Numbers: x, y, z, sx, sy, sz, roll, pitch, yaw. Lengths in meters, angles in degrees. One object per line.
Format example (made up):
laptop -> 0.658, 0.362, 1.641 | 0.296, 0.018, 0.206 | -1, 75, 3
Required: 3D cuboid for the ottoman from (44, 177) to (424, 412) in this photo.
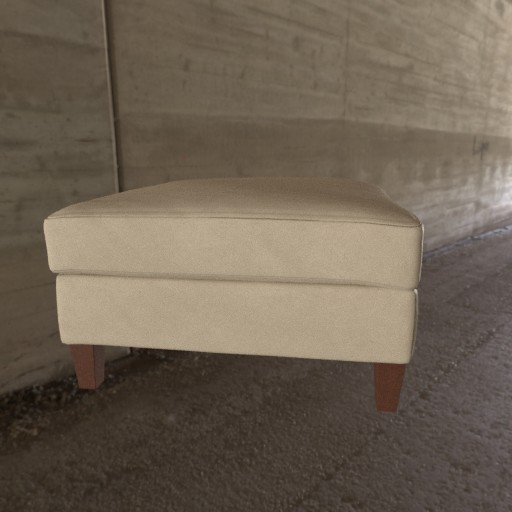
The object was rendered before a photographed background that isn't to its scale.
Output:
ottoman -> 0.000, 0.000, 1.430 | 0.836, 0.492, 1.002 | 2, 14, 8
